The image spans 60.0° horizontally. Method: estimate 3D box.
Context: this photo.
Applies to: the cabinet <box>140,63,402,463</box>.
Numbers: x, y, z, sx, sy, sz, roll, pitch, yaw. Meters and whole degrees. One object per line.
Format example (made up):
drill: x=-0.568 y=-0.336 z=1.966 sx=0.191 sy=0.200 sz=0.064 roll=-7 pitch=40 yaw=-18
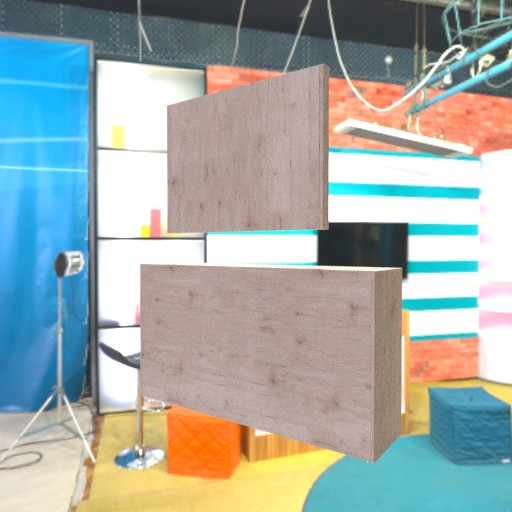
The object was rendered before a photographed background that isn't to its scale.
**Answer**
cabinet: x=0.000 y=0.000 z=2.780 sx=1.700 sy=1.981 sz=0.420 roll=1 pitch=1 yaw=36
